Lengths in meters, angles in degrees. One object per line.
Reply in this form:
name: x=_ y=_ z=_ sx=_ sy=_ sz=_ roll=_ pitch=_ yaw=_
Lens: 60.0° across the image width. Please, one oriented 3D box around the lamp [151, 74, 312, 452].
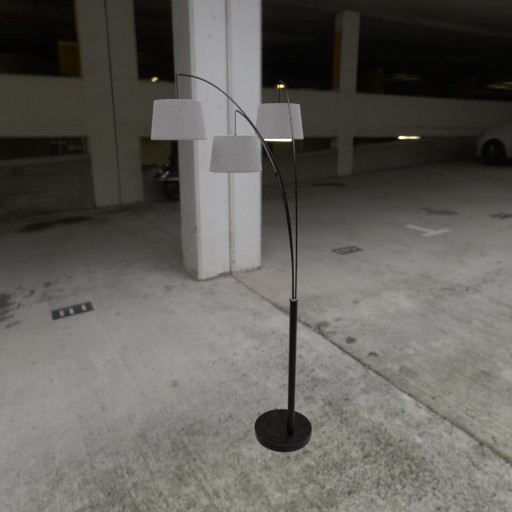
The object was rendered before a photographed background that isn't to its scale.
lamp: x=0.000 y=0.000 z=2.513 sx=0.951 sy=1.950 sz=0.924 roll=-8 pitch=17 yaw=-27
